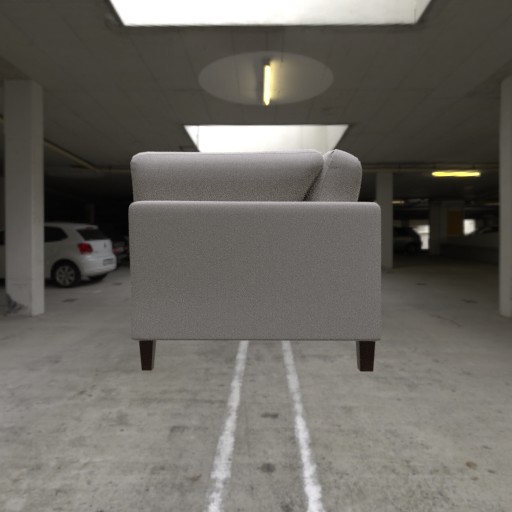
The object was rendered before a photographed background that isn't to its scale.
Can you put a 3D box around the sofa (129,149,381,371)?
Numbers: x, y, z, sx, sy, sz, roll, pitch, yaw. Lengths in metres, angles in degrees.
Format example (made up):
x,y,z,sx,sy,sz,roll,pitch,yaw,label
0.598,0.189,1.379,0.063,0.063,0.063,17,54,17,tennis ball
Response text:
x,y,z,sx,sy,sz,roll,pitch,yaw,label
0.000,0.000,2.746,0.957,0.863,2.301,0,0,1,sofa
